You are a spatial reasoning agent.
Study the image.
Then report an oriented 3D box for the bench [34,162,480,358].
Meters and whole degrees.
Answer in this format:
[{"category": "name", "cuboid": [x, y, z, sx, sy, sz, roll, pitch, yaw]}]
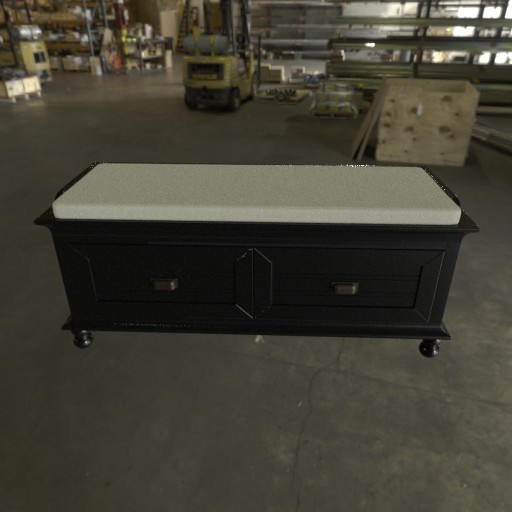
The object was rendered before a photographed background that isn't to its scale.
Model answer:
[{"category": "bench", "cuboid": [0.000, 0.000, 1.445, 1.185, 0.501, 0.402, 1, 28, 2]}]
